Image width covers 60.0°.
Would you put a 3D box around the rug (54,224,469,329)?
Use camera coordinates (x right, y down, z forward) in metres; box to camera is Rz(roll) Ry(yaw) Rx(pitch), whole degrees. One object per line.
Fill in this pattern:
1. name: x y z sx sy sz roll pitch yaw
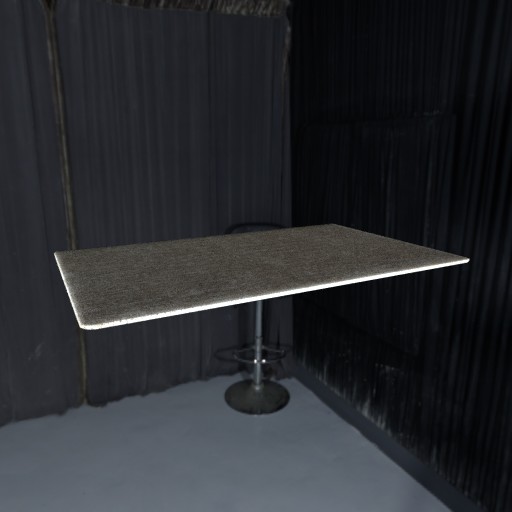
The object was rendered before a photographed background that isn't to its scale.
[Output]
1. rug: 0.000 0.000 3.078 2.469 0.024 1.539 -7 16 -27
